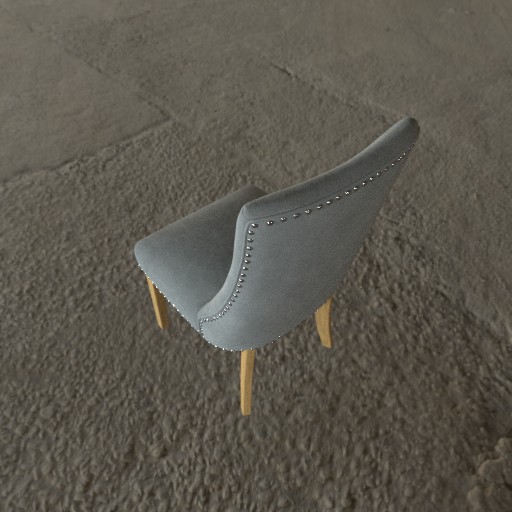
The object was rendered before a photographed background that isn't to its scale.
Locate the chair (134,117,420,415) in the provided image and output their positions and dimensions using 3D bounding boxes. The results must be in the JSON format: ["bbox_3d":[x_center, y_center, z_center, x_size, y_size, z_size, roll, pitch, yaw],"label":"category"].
[{"bbox_3d":[0.000,0.000,1.266,0.495,0.902,0.610,-32,54,-27],"label":"chair"}]
